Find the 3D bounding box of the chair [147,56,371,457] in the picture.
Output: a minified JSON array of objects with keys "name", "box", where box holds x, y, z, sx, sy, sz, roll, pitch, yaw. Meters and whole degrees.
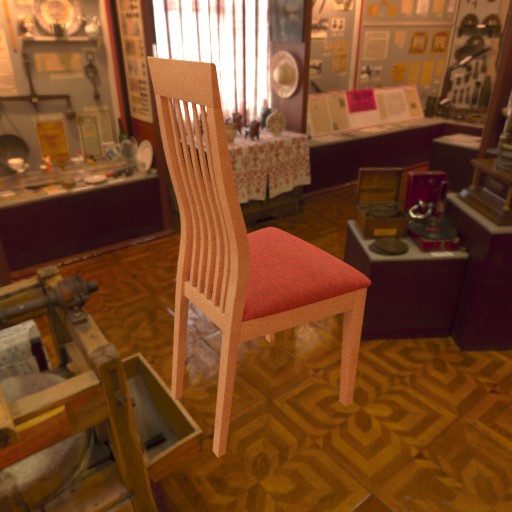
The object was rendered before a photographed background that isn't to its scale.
[{"name":"chair","box":[0.000,0.000,1.250,0.474,1.027,0.460,-18,32,-31]}]
